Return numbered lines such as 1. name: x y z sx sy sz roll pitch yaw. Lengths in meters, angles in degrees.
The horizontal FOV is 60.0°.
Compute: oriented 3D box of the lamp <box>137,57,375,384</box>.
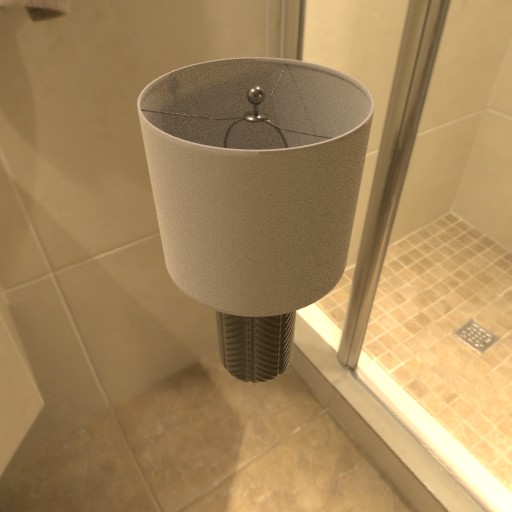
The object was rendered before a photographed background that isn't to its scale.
1. lamp: 0.000 0.000 0.509 0.203 0.389 0.203 13 43 14
